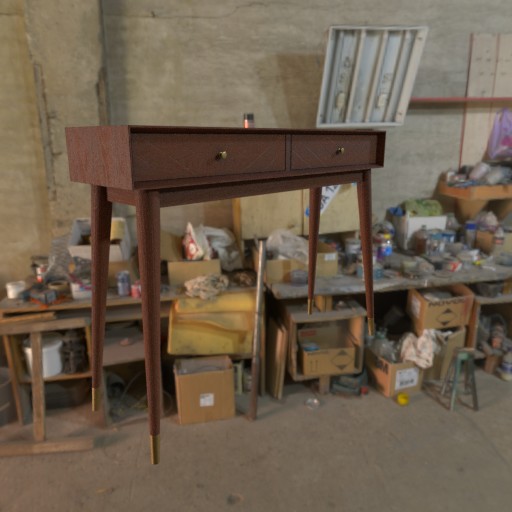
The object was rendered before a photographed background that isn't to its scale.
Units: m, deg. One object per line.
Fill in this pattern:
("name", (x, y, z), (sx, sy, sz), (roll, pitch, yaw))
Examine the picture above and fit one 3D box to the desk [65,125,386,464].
("desk", (0.000, 0.000, 1.668), (0.384, 0.917, 1.204), (14, 20, 43))
